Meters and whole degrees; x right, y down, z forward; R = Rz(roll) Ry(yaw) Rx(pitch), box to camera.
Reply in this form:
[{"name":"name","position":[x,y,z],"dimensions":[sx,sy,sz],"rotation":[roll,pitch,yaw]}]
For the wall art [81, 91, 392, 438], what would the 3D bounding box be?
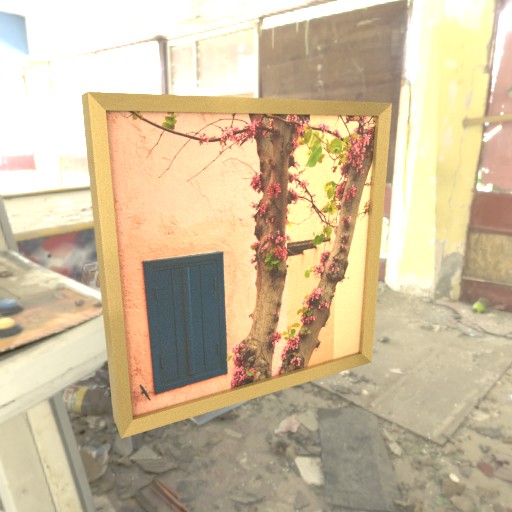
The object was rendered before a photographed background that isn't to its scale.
[{"name":"wall art","position":[0.000,0.000,0.457],"dimensions":[0.304,0.305,0.038],"rotation":[-8,18,-27]}]
